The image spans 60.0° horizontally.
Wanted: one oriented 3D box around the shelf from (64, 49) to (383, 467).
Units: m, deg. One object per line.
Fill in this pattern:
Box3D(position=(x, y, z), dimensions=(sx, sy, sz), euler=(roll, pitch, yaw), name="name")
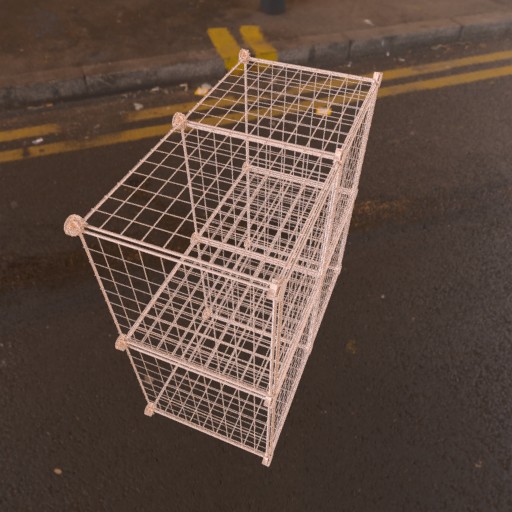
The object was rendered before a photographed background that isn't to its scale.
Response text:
Box3D(position=(0.000, 0.000, 1.119), dimensions=(0.356, 0.711, 0.711), euler=(17, 49, 15), name="shelf")
